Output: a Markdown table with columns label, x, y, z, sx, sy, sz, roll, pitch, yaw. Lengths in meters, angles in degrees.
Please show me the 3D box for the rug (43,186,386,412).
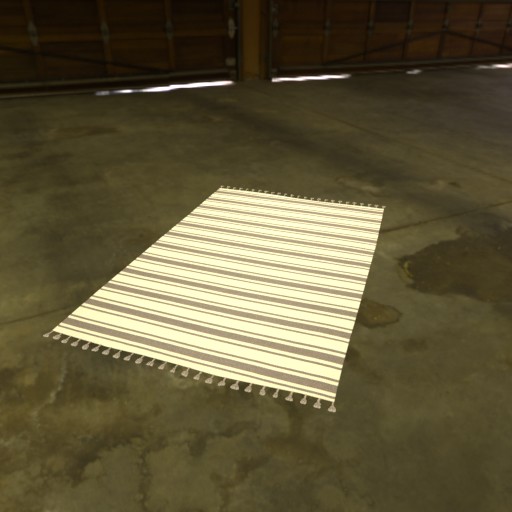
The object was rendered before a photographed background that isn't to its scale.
| label | x | y | z | sx | sy | sz | roll | pitch | yaw |
| --- | --- | --- | --- | --- | --- | --- | --- | --- | --- |
| rug | 0.000 | 0.000 | 3.114 | 1.563 | 0.014 | 2.425 | 10 | 31 | 17 |
